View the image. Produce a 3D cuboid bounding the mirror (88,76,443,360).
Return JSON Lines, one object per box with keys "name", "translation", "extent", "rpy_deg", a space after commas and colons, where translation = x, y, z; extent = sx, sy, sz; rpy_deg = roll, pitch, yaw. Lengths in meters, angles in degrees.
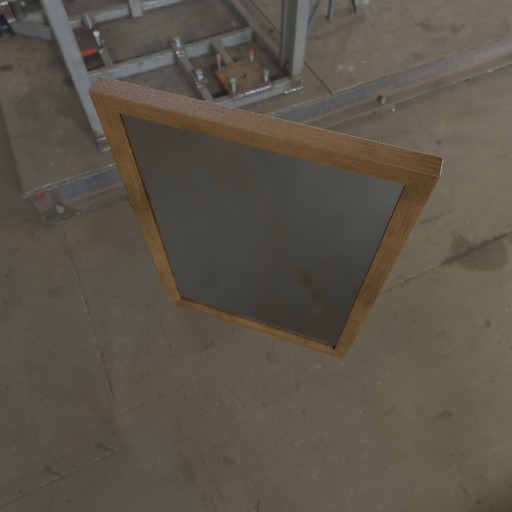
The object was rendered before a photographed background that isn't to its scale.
{"name": "mirror", "translation": [0.000, 0.000, 0.916], "extent": [0.507, 0.710, 0.040], "rpy_deg": [16, 60, 10]}
